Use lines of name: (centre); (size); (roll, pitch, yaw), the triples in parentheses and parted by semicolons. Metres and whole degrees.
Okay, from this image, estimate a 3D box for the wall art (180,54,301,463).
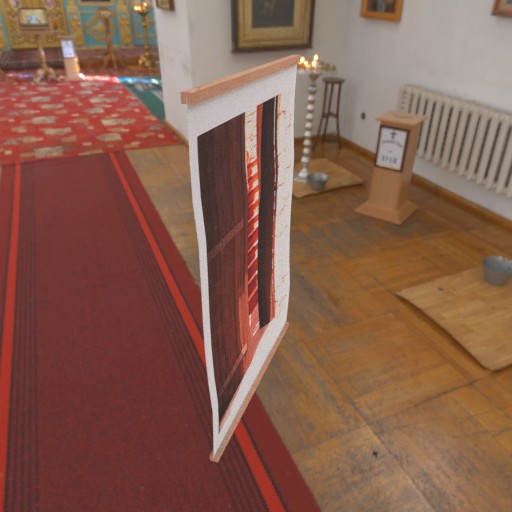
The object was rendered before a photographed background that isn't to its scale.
wall art: (0.000, 0.000, 0.648); (0.012, 0.508, 0.332); (11, 32, 19)
